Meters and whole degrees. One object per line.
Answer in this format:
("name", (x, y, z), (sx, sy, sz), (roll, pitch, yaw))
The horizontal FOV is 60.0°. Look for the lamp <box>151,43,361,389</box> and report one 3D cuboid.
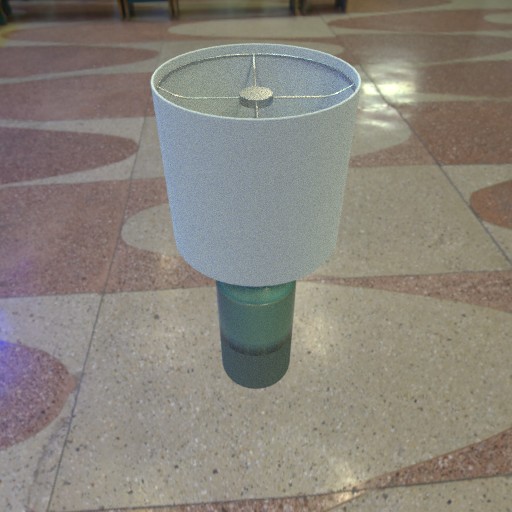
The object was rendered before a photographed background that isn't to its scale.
("lamp", (0.000, 0.000, 0.615), (0.212, 0.493, 0.212), (-1, 41, -1))
